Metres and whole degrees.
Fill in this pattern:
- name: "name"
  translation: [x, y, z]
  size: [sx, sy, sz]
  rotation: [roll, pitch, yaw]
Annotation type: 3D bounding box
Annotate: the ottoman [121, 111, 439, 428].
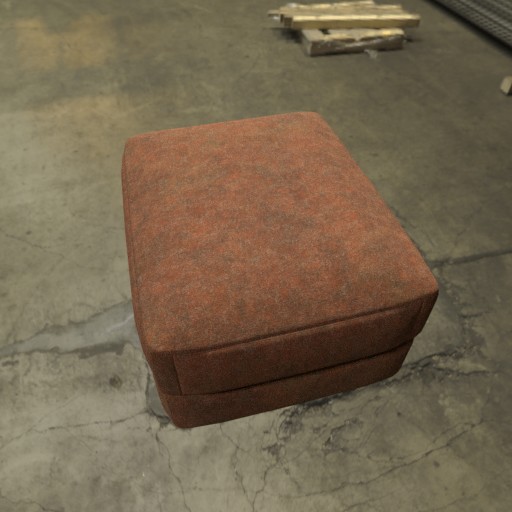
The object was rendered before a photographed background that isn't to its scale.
- name: "ottoman"
  translation: [0.000, 0.000, 1.204]
  size: [0.635, 0.508, 0.787]
  rotation: [-11, 48, -10]
